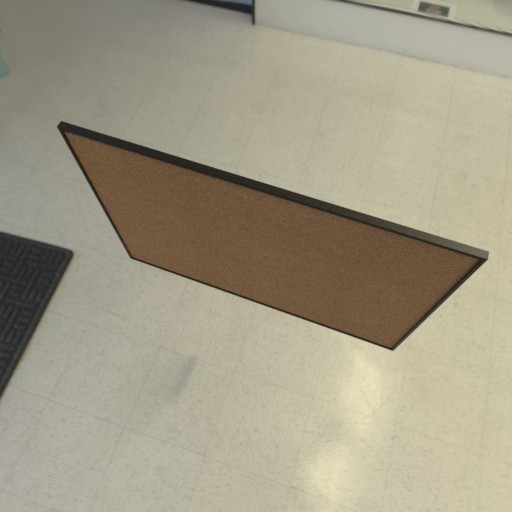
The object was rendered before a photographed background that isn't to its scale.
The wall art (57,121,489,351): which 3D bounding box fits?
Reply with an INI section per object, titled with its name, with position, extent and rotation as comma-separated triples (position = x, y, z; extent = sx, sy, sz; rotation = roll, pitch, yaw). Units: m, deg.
[wall art]
position = 0.000, 0.000, 1.225
extent = 0.957, 0.660, 0.019
rotation = 19, 64, 9
